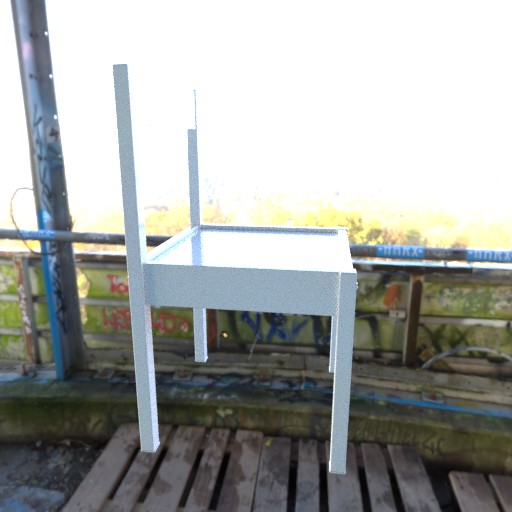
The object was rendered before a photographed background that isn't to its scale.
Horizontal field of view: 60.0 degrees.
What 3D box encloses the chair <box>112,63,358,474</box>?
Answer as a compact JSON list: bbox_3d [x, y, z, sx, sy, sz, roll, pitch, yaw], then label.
[{"bbox_3d":[0.000,0.000,0.672,0.285,0.505,0.285,2,15,9],"label":"chair"}]
